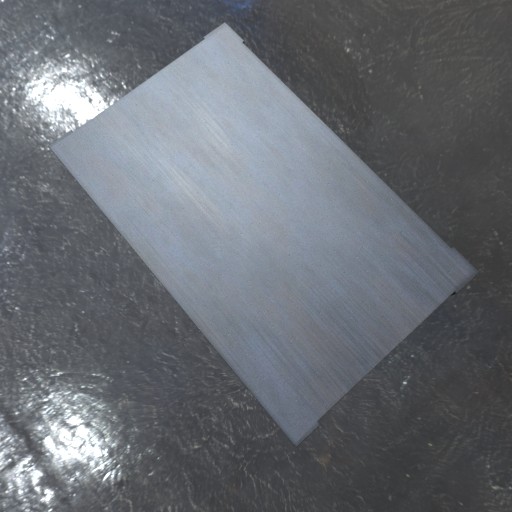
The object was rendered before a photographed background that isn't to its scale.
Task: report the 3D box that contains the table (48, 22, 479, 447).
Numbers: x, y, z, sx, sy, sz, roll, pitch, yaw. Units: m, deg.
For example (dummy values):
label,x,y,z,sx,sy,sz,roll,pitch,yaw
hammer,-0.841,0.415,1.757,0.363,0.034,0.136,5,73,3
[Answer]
label,x,y,z,sx,sy,sz,roll,pitch,yaw
table,0.000,0.000,1.080,0.413,0.660,0.660,-40,79,-10
